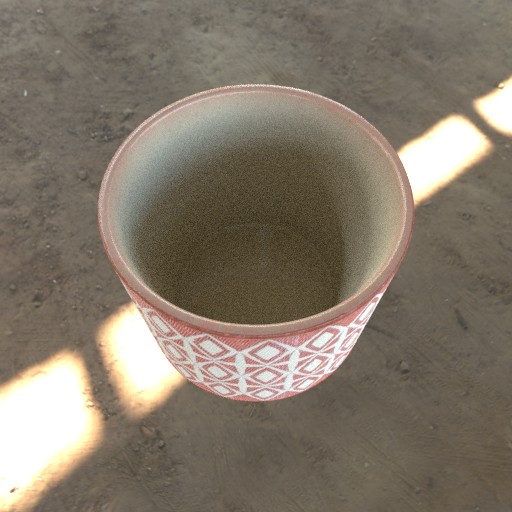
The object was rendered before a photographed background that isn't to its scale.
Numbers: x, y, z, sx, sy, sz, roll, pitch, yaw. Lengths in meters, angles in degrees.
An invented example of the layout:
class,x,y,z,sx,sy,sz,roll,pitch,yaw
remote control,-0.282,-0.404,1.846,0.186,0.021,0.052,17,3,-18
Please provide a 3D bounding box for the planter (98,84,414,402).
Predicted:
class,x,y,z,sx,sy,sz,roll,pitch,yaw
planter,0.000,0.000,0.488,0.273,0.237,0.273,0,60,0
